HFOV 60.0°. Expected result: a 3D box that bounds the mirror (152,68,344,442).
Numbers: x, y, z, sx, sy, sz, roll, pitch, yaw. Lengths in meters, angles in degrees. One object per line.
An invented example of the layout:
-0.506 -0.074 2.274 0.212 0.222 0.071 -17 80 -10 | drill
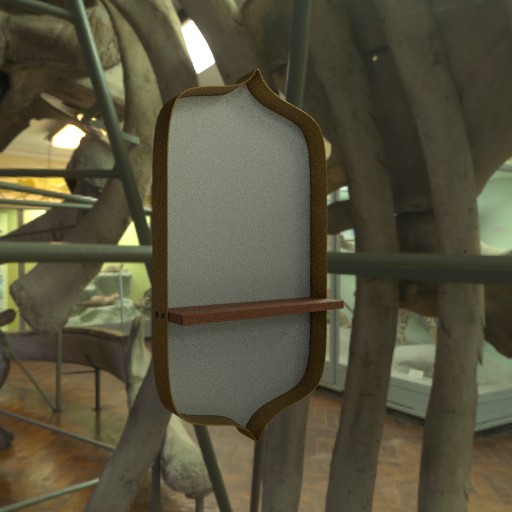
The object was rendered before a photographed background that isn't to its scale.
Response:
0.000 0.000 0.729 0.323 0.613 0.096 0 1 -36 | mirror
